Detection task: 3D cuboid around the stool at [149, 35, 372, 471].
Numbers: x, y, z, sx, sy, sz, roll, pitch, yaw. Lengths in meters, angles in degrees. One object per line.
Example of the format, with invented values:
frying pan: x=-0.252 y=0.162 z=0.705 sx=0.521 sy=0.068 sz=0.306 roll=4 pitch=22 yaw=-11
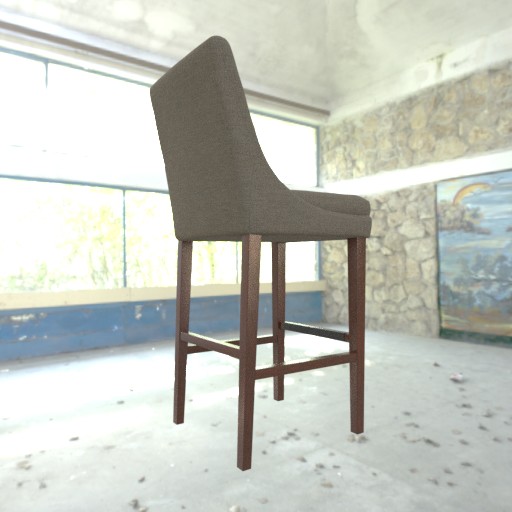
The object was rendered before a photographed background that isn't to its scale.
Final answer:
stool: x=0.000 y=0.000 z=1.382 sx=0.577 sy=1.078 sz=0.470 roll=1 pitch=-1 yaw=-35
